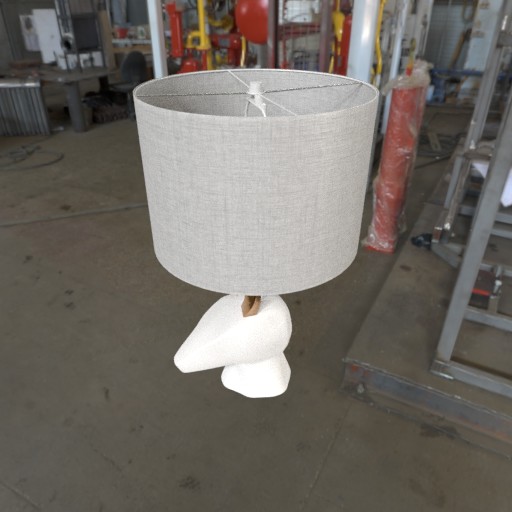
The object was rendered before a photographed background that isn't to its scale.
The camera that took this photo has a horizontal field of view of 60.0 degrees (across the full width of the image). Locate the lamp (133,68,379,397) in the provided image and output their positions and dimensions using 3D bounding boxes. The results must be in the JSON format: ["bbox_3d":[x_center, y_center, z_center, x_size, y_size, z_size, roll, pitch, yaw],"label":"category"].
[{"bbox_3d":[0.000,0.000,0.679,0.298,0.503,0.298,-9,32,-14],"label":"lamp"}]
